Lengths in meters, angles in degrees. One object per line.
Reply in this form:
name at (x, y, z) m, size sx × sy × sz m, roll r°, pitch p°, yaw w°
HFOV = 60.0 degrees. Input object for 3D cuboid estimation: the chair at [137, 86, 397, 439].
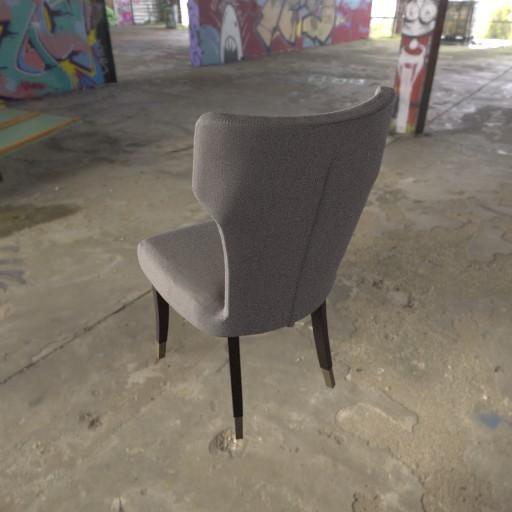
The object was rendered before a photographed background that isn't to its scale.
chair at (0.000, 0.000, 1.292) m, size 0.526 × 0.950 × 0.630 m, roll -19°, pitch 36°, yaw -28°
